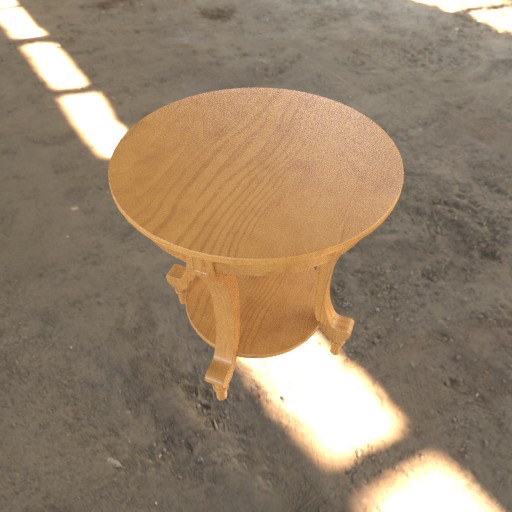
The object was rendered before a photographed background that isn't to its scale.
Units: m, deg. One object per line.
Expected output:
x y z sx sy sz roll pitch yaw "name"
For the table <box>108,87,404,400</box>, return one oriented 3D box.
0.000 0.000 1.137 0.597 0.612 0.597 0 46 0 "table"
